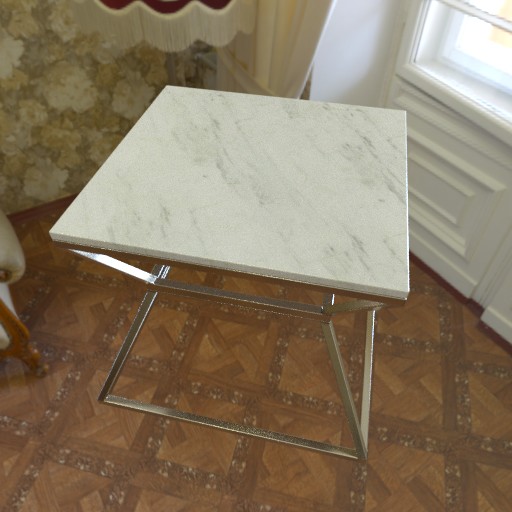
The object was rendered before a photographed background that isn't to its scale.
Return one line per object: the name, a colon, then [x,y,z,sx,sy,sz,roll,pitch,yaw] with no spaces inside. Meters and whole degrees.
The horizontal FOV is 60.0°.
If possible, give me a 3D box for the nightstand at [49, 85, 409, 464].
nightstand: [0.000,0.000,0.845,0.513,0.426,0.514,9,47,9]
